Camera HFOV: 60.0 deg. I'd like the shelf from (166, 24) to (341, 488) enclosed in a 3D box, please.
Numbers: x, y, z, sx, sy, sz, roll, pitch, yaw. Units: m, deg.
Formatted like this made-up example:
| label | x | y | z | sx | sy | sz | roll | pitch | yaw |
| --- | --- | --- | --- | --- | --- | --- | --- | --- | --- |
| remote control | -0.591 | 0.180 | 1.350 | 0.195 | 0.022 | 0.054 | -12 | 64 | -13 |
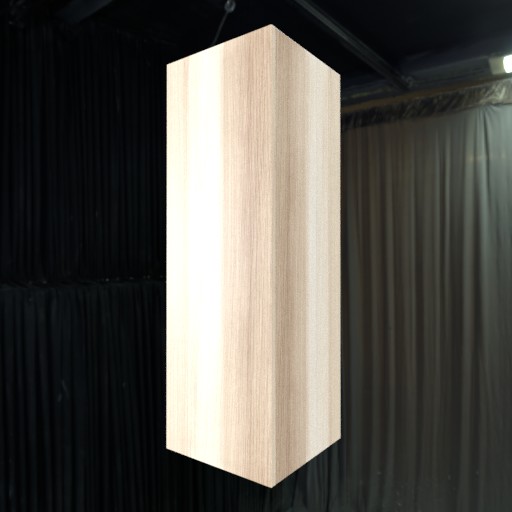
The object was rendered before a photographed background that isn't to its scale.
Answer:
| label | x | y | z | sx | sy | sz | roll | pitch | yaw |
| --- | --- | --- | --- | --- | --- | --- | --- | --- | --- |
| shelf | 0.000 | 0.000 | 1.036 | 0.290 | 0.872 | 0.290 | 0 | 0 | 37 |
